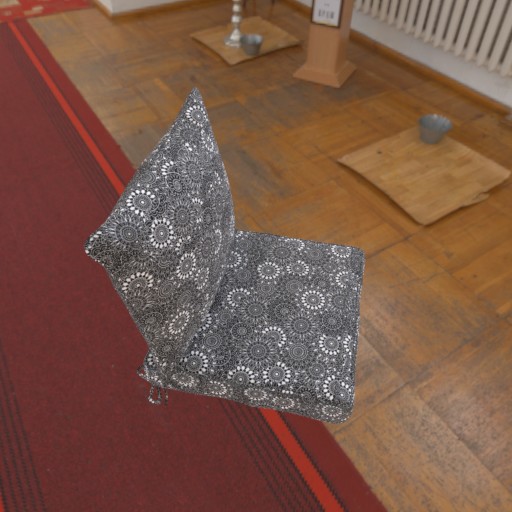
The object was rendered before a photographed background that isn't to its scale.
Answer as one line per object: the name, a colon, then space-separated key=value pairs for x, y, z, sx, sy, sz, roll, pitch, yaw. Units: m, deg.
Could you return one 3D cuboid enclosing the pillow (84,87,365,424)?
pillow: x=0.000 y=0.000 z=1.407 sx=0.740 sy=0.722 sz=0.798 roll=9 pitch=46 yaw=9
